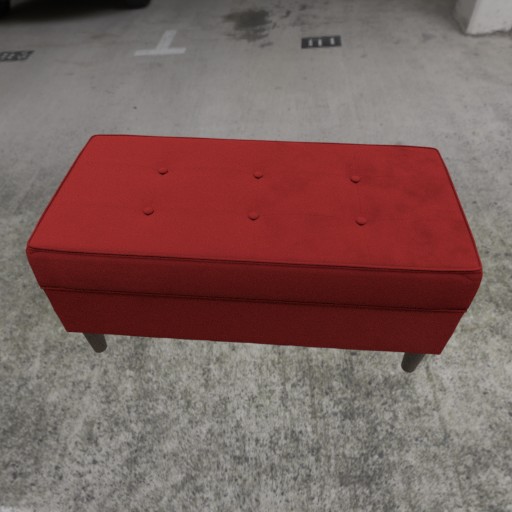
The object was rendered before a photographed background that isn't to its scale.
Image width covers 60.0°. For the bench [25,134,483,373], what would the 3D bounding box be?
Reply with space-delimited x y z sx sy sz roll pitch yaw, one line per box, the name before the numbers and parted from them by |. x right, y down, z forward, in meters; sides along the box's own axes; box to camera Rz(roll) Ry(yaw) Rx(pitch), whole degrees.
bench | 0.000 0.000 1.269 1.016 0.471 0.492 3 47 3
